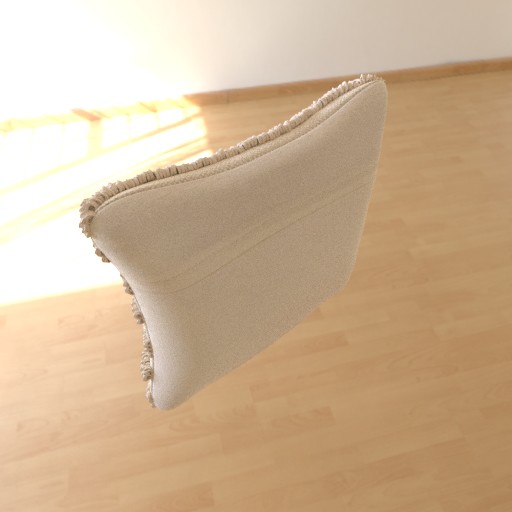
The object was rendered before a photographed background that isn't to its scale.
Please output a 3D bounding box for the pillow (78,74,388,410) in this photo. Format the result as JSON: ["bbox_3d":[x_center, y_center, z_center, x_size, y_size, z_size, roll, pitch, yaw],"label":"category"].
[{"bbox_3d":[0.000,0.000,0.647,0.437,0.427,0.145,-31,54,-26],"label":"pillow"}]
